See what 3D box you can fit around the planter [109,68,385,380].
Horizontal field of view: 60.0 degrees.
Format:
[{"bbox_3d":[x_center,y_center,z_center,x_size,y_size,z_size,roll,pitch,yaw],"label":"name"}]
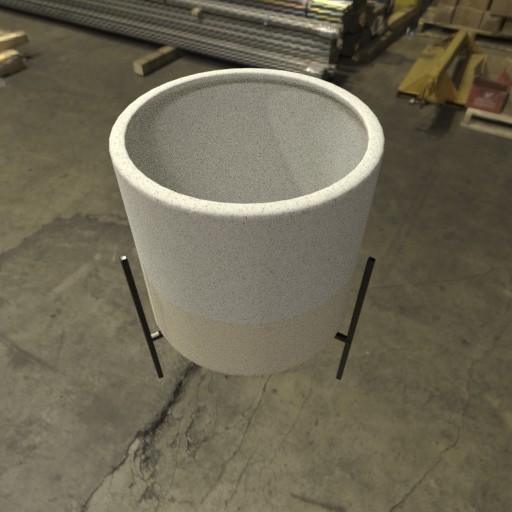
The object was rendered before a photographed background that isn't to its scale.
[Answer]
[{"bbox_3d":[0.000,0.000,0.654,0.335,0.423,0.313,23,51,20],"label":"planter"}]
